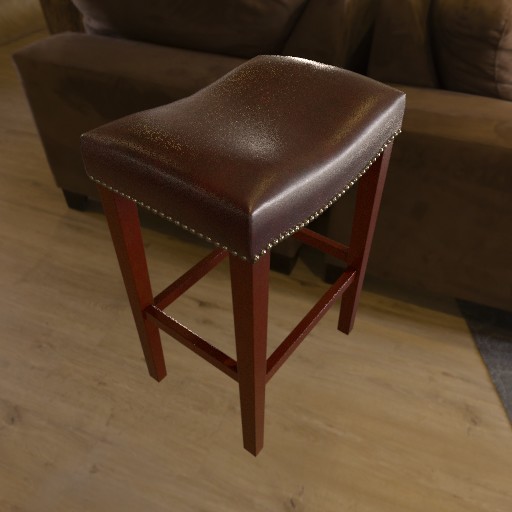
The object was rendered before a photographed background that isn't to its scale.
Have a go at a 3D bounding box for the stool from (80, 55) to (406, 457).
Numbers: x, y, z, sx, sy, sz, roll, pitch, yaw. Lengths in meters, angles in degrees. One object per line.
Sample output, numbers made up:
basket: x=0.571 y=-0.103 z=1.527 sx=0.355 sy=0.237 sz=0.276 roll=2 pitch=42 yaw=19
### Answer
stool: x=0.000 y=0.000 z=1.018 sx=0.372 sy=0.742 sz=0.504 roll=27 pitch=49 yaw=27
